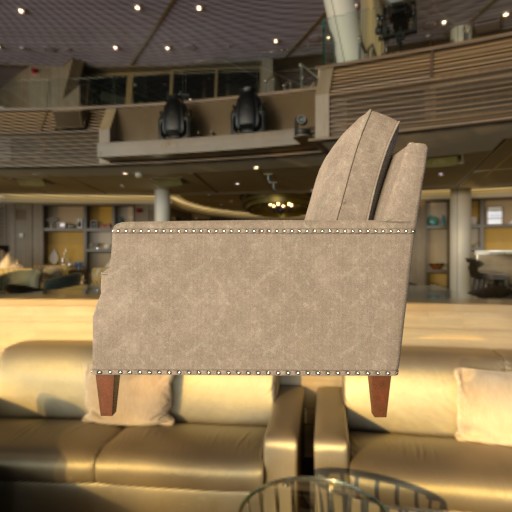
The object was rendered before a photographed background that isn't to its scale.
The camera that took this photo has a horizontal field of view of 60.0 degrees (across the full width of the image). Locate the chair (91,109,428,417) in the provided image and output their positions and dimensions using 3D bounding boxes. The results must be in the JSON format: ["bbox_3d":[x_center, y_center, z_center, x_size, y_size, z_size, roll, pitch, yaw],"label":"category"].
[{"bbox_3d":[0.000,0.000,1.709,1.014,0.948,0.853,0,0,1],"label":"chair"}]
